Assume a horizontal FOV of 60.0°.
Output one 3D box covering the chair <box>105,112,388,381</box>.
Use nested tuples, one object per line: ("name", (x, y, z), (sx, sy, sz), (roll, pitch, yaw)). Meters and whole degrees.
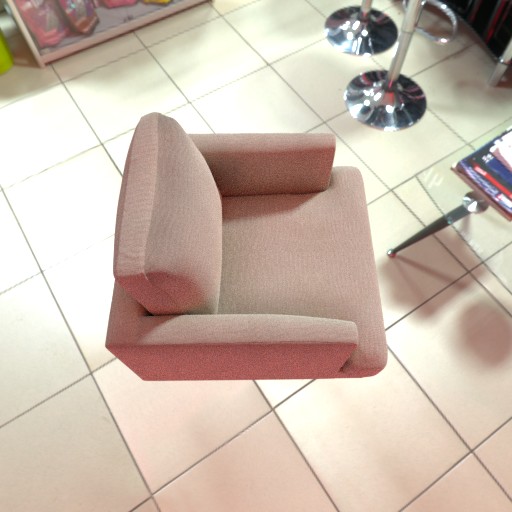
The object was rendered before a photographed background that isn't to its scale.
("chair", (0.000, 0.000, 1.667), (0.899, 0.957, 0.858), (-1, 63, 0))
